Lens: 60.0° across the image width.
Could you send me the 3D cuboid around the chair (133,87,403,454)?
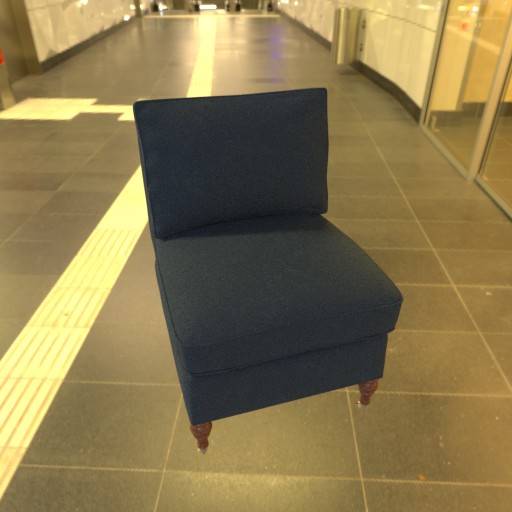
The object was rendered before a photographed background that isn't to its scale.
[{"bbox_3d":[0.000,0.000,1.634,0.724,1.052,0.912,-9,34,-14],"label":"chair"}]
